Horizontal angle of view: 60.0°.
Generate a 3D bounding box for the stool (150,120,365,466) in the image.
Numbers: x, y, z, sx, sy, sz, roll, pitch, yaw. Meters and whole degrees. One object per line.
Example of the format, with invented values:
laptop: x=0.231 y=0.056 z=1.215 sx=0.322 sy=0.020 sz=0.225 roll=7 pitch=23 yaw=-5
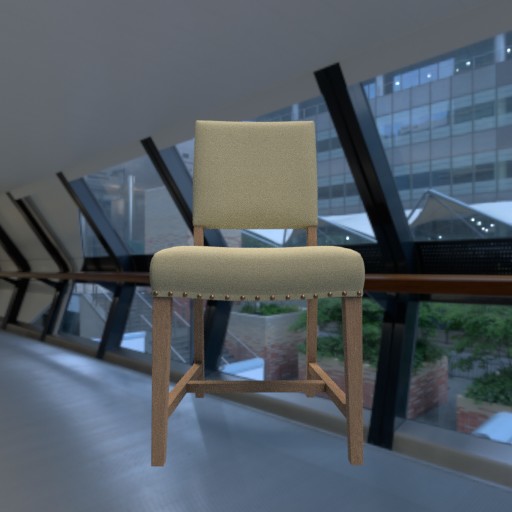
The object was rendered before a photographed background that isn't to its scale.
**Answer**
stool: x=0.000 y=0.000 z=1.339 sx=0.508 sy=0.986 sz=0.623 roll=0 pitch=-1 yaw=-1
